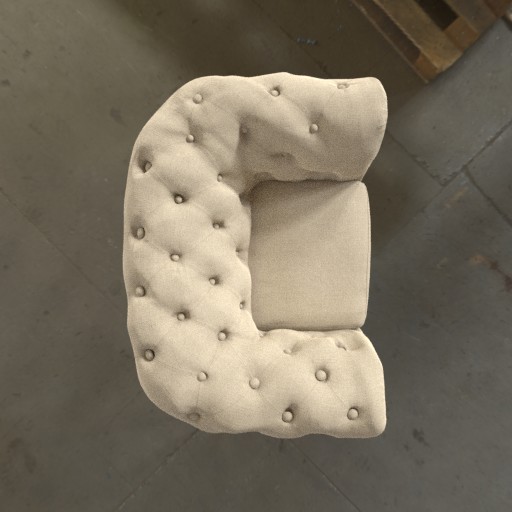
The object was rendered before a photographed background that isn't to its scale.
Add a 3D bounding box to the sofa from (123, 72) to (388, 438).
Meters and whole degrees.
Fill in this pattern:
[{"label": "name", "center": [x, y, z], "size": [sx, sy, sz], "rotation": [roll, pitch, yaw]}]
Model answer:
[{"label": "sofa", "center": [0.000, 0.000, 2.025], "size": [1.034, 0.878, 1.405], "rotation": [0, 90, 1]}]
